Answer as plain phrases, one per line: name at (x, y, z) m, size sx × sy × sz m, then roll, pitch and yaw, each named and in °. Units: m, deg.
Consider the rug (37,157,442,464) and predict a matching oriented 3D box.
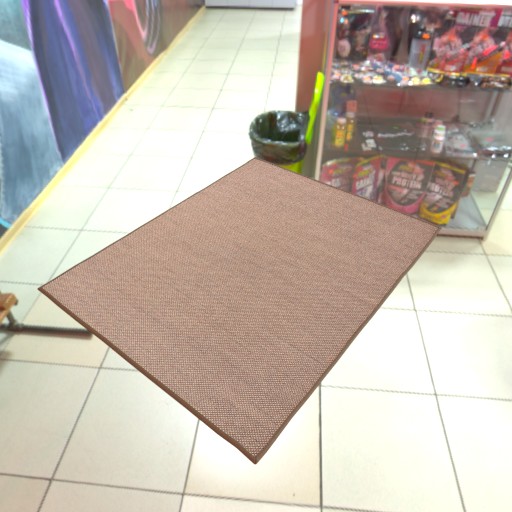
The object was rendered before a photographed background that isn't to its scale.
rug at (0.000, 0.000, 4.131) m, size 2.413 × 0.020 × 3.041 m, roll 27°, pitch 47°, yaw 28°
